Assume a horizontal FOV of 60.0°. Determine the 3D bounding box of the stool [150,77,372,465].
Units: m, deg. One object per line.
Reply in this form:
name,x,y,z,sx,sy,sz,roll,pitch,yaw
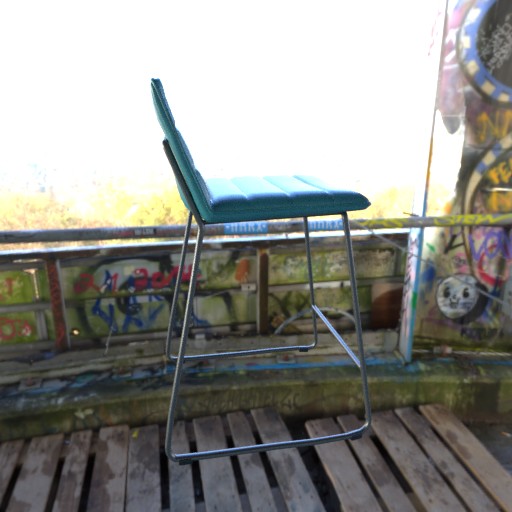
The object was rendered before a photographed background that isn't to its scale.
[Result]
stool,0.000,0.000,1.192,0.524,0.866,0.489,-3,17,-10
